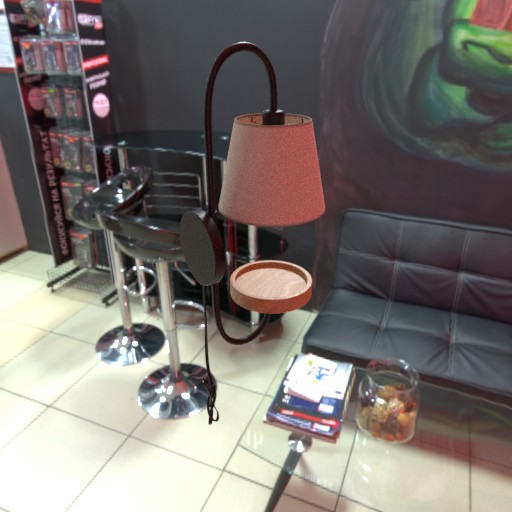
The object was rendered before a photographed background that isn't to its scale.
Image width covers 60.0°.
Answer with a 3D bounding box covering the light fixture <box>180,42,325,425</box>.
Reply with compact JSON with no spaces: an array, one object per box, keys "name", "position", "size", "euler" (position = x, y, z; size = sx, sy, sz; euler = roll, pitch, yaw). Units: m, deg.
[{"name":"light fixture","position":[0.000,0.000,0.944],"size":[0.299,0.821,0.220],"euler":[-17,31,-31]}]
